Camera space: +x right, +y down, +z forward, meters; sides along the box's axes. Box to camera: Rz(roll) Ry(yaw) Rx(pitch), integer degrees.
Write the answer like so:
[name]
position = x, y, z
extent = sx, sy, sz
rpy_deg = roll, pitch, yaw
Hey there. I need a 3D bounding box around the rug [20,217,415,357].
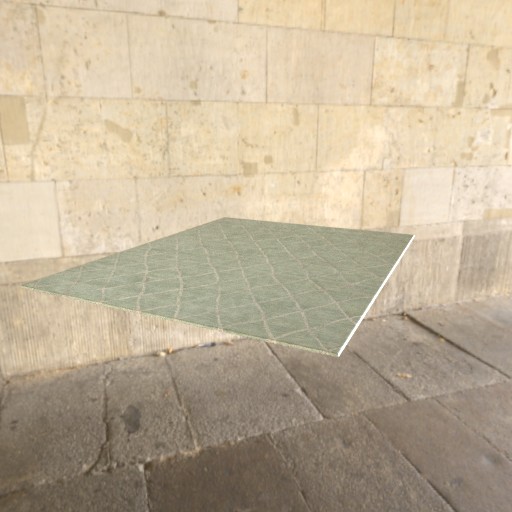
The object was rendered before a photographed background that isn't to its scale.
[rug]
position = 0.000, 0.000, 4.092
extent = 2.420, 0.019, 3.039
rpy_deg = 7, 17, 25
